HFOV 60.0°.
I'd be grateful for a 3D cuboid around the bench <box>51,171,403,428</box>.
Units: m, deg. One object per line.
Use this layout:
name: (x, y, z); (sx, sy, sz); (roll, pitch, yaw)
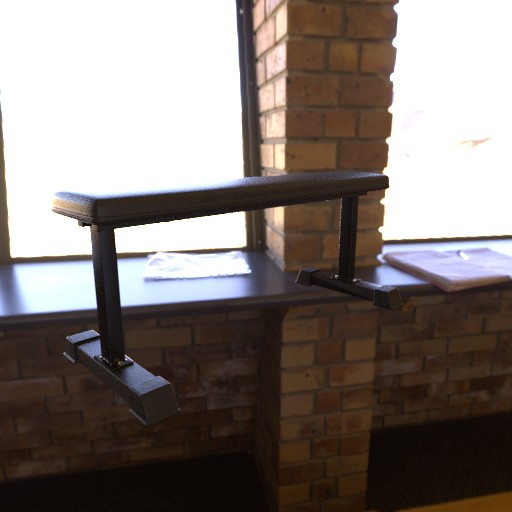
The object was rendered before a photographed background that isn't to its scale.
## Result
bench: (0.000, 0.000, 1.320); (1.072, 0.453, 0.439); (-13, 19, -42)
